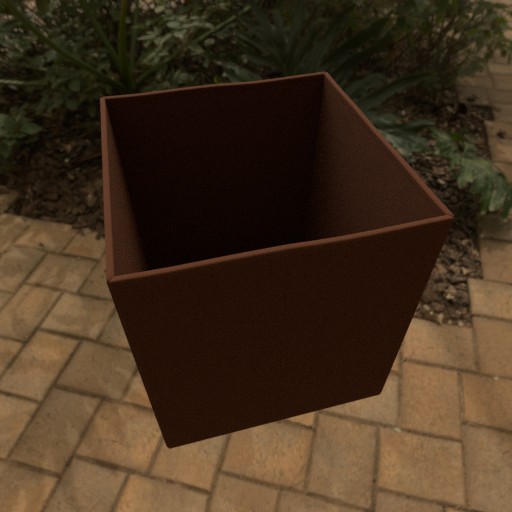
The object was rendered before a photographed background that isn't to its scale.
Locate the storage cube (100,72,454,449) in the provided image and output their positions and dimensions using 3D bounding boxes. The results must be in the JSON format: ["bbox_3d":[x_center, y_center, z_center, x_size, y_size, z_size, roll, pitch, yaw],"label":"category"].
[{"bbox_3d":[0.000,0.000,0.495,0.270,0.280,0.270,-11,46,-10],"label":"storage cube"}]
